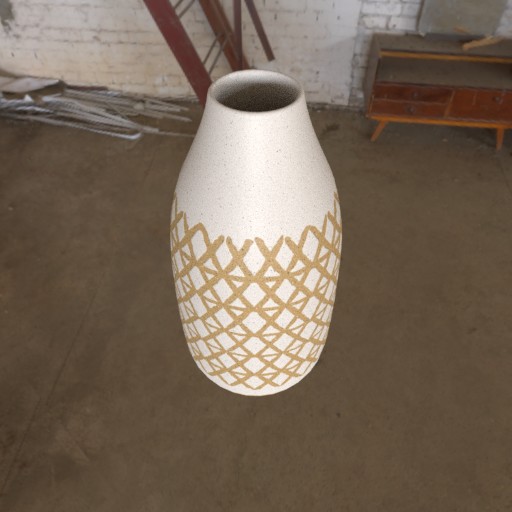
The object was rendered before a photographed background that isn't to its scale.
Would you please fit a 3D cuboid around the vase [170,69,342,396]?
[{"bbox_3d":[0.000,0.000,0.485,0.186,0.380,0.186,0,47,0],"label":"vase"}]
